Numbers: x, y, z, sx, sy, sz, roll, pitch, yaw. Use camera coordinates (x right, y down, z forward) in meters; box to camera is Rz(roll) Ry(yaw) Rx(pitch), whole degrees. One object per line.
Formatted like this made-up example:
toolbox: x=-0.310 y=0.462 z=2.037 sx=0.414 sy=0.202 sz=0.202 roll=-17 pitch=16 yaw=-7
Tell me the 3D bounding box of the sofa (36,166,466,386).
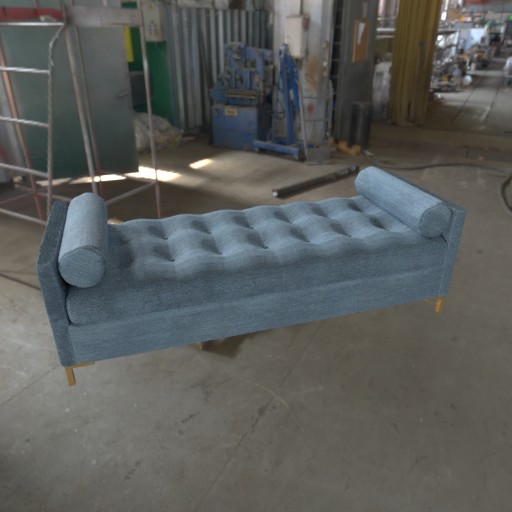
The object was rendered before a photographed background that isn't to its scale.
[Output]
sofa: x=0.000 y=0.000 z=2.490 sx=2.102 sy=0.705 sz=0.796 roll=-8 pitch=28 yaw=-15
